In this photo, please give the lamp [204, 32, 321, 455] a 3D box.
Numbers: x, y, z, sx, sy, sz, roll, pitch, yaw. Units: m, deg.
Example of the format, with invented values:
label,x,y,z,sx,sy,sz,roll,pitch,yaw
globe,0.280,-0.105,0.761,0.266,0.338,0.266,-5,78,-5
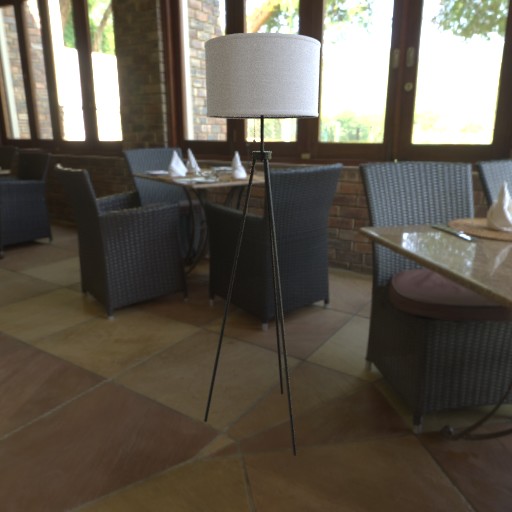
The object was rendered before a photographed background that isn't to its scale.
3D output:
label,x,y,z,sx,sy,sz,roll,pitch,yaw
lamp,0.000,0.000,1.765,0.458,1.545,0.448,-2,16,-7
